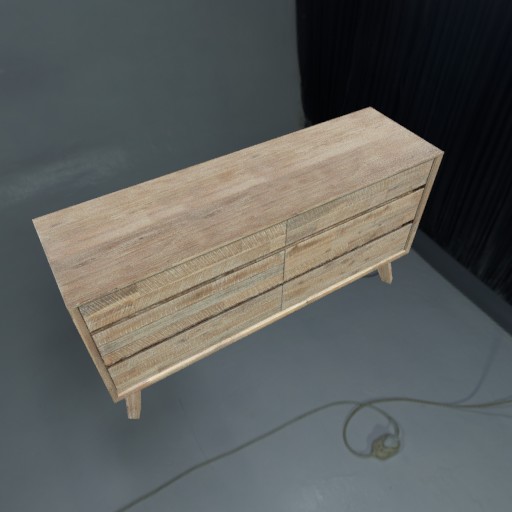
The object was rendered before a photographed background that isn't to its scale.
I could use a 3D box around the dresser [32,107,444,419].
[{"bbox_3d":[0.000,0.000,1.983,1.554,0.805,0.455,-24,50,-21],"label":"dresser"}]
